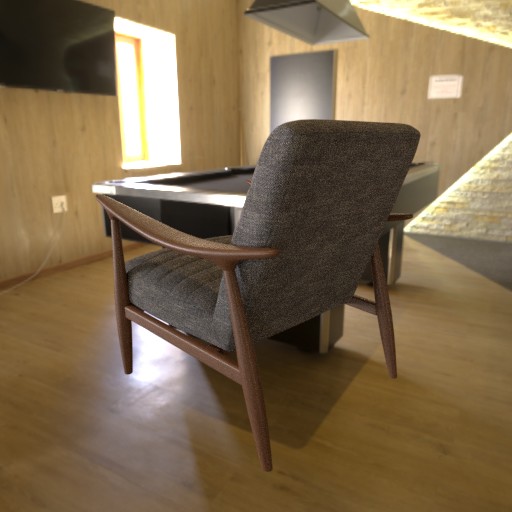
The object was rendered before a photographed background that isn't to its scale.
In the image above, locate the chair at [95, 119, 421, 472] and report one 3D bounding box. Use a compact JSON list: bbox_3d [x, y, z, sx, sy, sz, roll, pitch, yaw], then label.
[{"bbox_3d":[0.000,0.000,1.436,0.741,0.832,0.798,-15,22,-42],"label":"chair"}]
